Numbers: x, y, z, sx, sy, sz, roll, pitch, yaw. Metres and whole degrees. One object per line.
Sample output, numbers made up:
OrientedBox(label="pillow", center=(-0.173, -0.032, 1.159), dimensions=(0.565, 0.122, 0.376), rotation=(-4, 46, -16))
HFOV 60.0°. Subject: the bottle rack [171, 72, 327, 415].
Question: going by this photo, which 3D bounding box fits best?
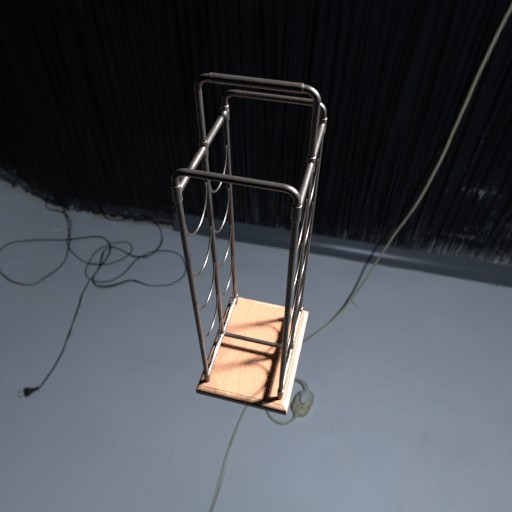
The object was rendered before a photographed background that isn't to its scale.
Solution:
OrientedBox(label="bottle rack", center=(0.000, 0.000, 0.828), dimensions=(0.208, 0.680, 0.276), rotation=(11, 48, 10))
